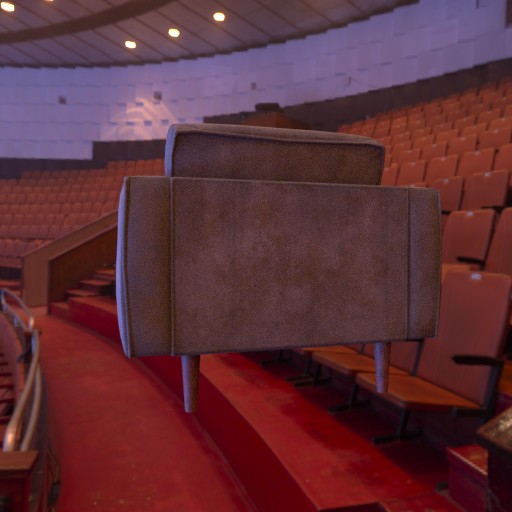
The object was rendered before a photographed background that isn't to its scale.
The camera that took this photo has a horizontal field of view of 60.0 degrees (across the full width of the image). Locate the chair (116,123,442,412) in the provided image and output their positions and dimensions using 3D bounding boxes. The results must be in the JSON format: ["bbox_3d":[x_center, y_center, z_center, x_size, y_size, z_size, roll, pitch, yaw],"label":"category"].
[{"bbox_3d":[0.000,0.000,1.559,0.928,0.773,0.843,0,1,-16],"label":"chair"}]
